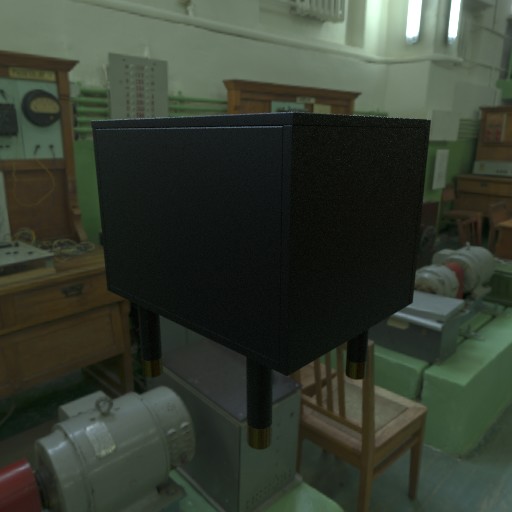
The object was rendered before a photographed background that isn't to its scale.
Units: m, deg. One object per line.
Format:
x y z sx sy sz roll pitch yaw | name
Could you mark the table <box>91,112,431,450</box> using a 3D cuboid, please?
0.000 0.000 0.997 0.564 0.584 0.441 14 21 42 | table
